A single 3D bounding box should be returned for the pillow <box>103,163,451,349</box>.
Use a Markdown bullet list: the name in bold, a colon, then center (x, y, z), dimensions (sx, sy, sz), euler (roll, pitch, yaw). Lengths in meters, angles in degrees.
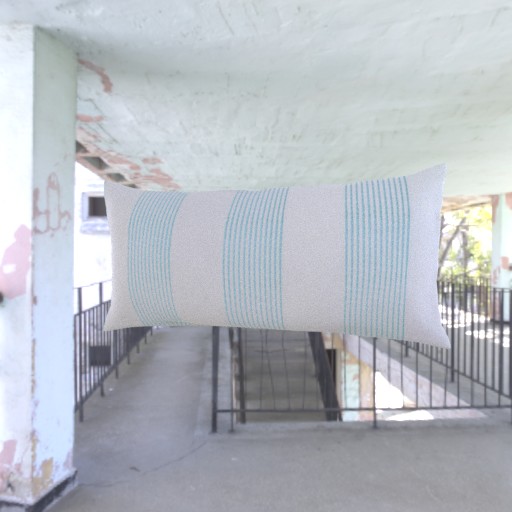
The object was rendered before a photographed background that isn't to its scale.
- **pillow**: center (0.000, 0.000, 0.753), dimensions (0.610, 0.287, 0.151), euler (0, 0, 17)
